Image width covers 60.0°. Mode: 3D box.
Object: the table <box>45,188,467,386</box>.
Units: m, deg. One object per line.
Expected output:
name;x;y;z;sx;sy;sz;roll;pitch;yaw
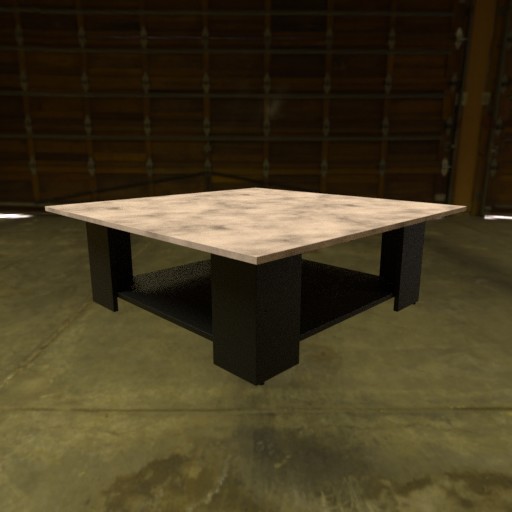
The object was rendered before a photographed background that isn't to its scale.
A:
table;0.000;0.000;1.358;0.890;0.305;0.890;13;19;43
